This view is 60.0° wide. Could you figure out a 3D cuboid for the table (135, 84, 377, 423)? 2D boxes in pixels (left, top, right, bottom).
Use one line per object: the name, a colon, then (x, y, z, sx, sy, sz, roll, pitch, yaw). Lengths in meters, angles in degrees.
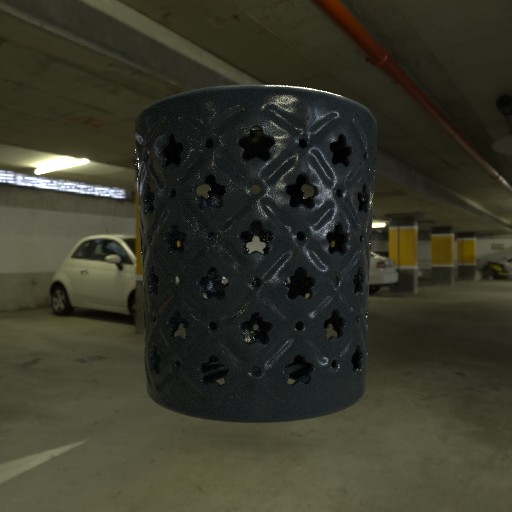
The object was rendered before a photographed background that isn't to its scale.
table: (0.000, 0.000, 0.660, 0.352, 0.387, 0.352, 0, 0, 0)
